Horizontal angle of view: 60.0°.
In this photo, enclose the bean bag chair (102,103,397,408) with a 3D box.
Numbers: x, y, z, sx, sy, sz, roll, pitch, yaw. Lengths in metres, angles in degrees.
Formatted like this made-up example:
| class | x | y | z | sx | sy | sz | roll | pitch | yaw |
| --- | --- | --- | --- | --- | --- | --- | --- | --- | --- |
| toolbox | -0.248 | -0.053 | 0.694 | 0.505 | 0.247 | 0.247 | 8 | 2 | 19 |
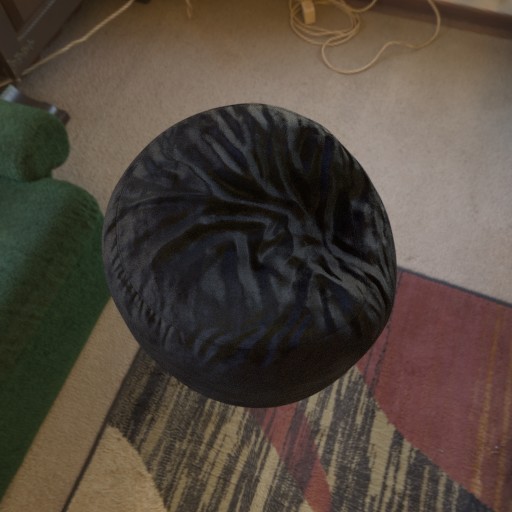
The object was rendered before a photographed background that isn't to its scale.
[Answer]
| class | x | y | z | sx | sy | sz | roll | pitch | yaw |
| --- | --- | --- | --- | --- | --- | --- | --- | --- | --- |
| bean bag chair | 0.000 | 0.000 | 1.458 | 0.918 | 0.616 | 0.918 | 0 | 64 | 0 |
